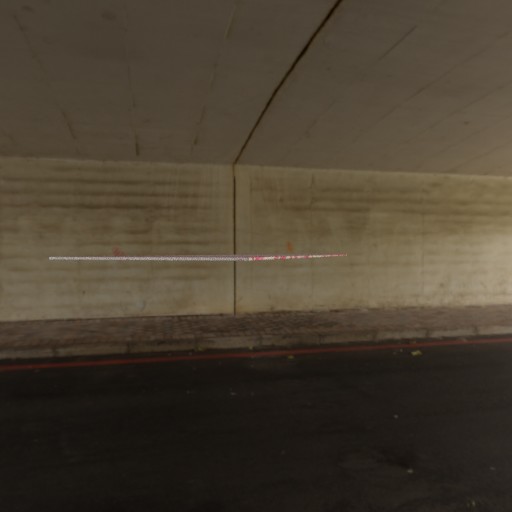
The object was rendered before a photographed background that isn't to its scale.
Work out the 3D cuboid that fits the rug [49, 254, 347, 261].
[{"bbox_3d":[0.000,0.000,2.660,0.787,0.011,2.458,0,0,19],"label":"rug"}]
